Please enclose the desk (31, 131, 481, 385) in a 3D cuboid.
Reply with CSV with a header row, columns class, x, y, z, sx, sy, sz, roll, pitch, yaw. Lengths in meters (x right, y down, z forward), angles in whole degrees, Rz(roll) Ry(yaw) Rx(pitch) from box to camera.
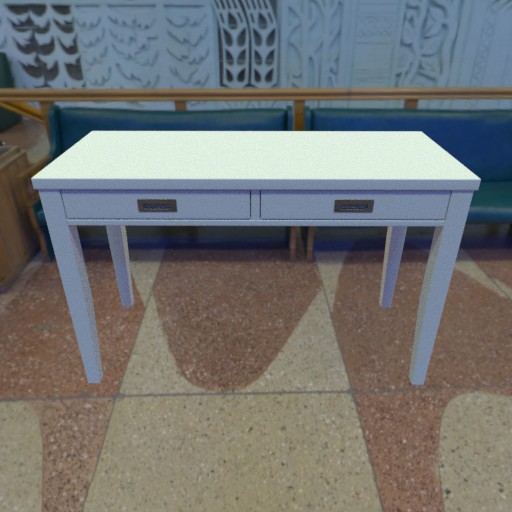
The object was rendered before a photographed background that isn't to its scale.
class,x,y,z,sx,sy,sz,roll,pitch,yaw
desk,0.000,0.000,1.611,1.220,0.775,0.508,0,30,0
